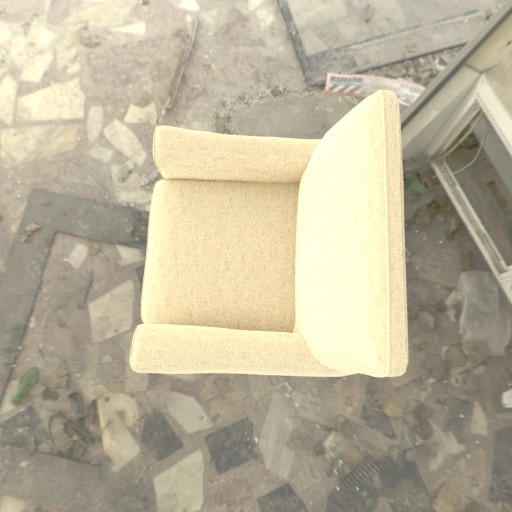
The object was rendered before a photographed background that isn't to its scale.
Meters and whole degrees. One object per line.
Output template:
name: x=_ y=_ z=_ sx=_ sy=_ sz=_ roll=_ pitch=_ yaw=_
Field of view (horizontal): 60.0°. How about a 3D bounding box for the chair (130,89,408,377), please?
chair: x=0.000 y=0.000 z=1.653 sx=0.823 sy=0.943 sz=0.870 roll=2 pitch=77 yaw=1
